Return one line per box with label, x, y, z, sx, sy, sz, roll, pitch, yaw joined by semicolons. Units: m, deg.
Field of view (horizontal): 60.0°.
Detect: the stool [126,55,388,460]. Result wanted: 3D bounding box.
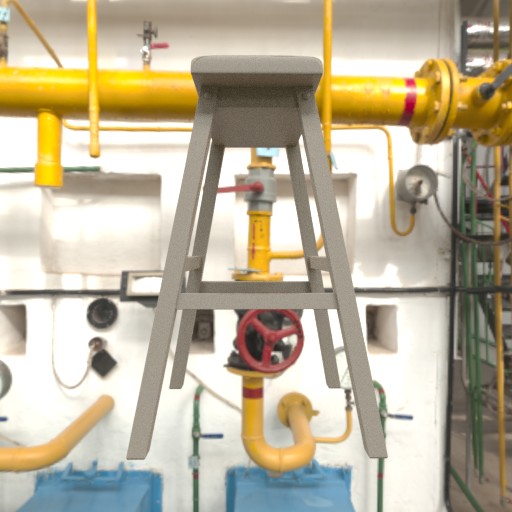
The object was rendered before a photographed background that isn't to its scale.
stool;0.000;0.000;1.032;0.476;0.737;0.457;0;0;-1
